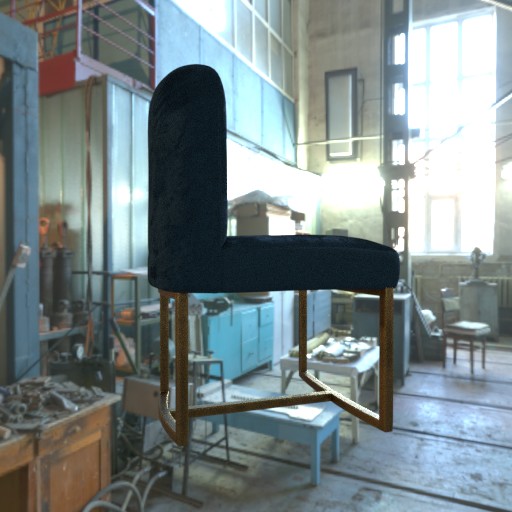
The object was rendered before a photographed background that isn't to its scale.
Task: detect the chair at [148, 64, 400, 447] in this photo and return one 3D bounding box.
[{"bbox_3d":[0.000,0.000,1.192,0.560,0.824,0.530,0,1,-19],"label":"chair"}]
